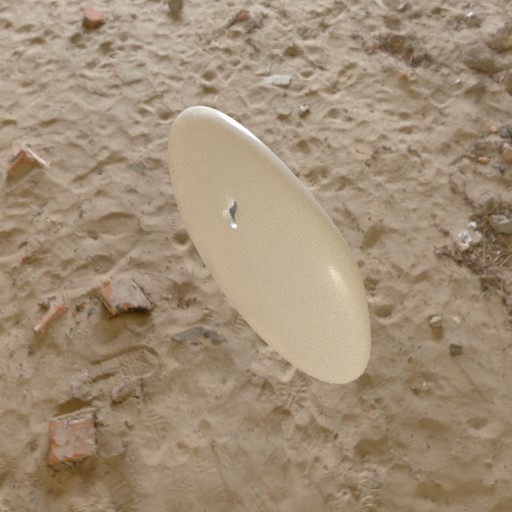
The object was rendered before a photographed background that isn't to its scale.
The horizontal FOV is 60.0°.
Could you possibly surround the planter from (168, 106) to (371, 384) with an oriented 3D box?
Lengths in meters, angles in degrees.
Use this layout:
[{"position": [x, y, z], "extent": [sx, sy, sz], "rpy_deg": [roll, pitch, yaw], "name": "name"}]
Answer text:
[{"position": [0.000, 0.000, 0.274], "extent": [0.043, 0.188, 0.185], "rpy_deg": [-34, 64, -19], "name": "planter"}]
